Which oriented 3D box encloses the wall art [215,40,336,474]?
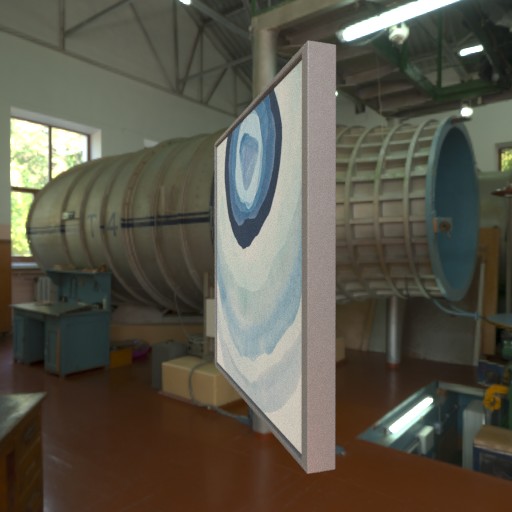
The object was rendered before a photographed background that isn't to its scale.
[{"bbox_3d":[0.000,0.000,0.526,0.028,0.349,0.349,0,1,-17],"label":"wall art"}]
